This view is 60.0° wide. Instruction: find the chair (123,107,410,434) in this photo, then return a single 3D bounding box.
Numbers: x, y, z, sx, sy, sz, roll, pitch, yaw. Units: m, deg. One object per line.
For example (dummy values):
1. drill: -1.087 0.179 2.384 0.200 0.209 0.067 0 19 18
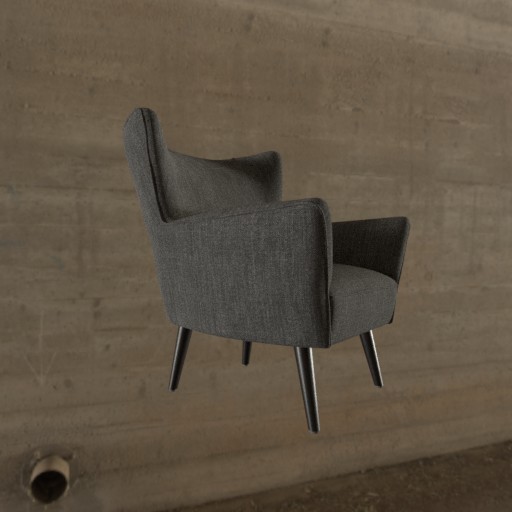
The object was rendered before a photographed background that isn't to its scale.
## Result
1. chair: 0.000 0.000 1.586 0.888 0.933 0.781 0 1 35
